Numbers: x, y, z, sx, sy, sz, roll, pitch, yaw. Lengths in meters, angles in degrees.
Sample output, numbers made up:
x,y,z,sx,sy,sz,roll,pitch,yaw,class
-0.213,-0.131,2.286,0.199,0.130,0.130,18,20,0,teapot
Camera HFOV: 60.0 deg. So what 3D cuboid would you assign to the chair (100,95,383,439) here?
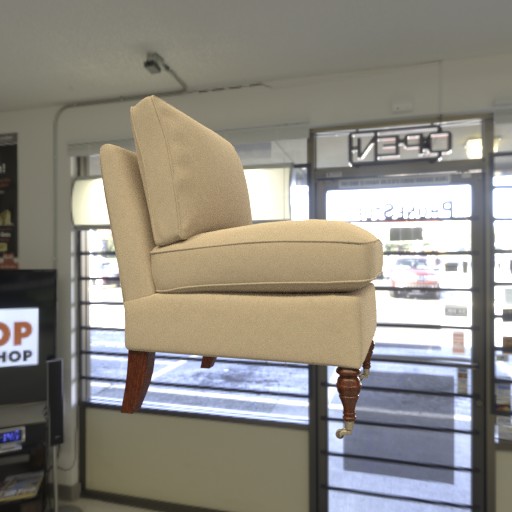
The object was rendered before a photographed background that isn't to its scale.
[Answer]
x,y,z,sx,sy,sz,roll,pitch,yaw,class
0.000,0.000,1.684,0.912,1.052,0.724,0,0,18,chair
